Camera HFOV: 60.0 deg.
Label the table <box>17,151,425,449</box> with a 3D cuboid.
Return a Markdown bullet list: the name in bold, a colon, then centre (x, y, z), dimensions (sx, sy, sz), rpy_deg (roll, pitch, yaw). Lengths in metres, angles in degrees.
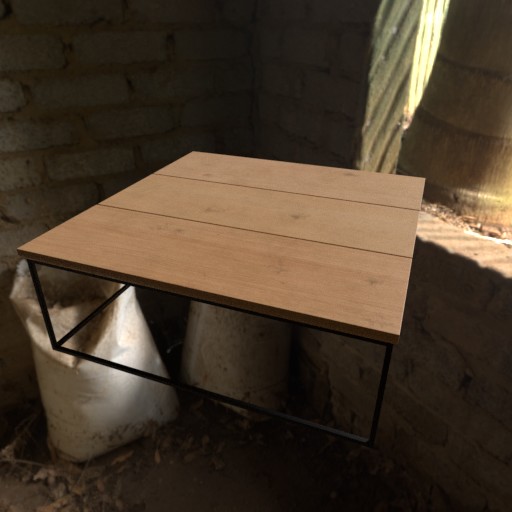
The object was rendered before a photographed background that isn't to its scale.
- **table**: centre (0.000, 0.000, 1.687), dimensions (1.100, 0.400, 1.100), rpy_deg (11, 31, 18)
